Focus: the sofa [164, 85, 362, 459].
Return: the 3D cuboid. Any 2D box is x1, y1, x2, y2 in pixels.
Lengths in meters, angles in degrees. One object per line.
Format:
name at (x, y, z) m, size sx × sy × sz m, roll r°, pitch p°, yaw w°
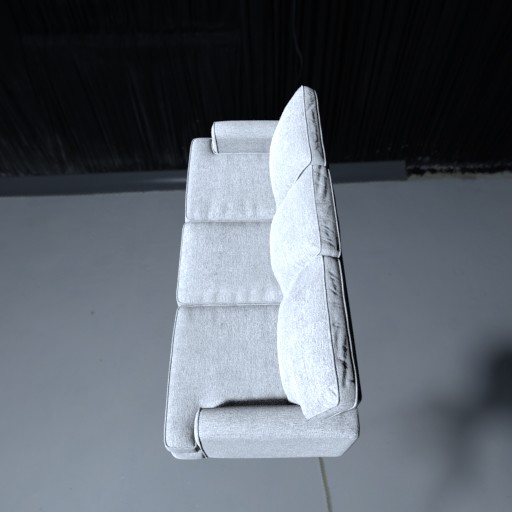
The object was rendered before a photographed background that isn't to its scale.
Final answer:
sofa at (0.000, 0.000, 2.678) m, size 0.951 × 0.965 × 2.158 m, roll -1°, pitch 57°, yaw 0°
